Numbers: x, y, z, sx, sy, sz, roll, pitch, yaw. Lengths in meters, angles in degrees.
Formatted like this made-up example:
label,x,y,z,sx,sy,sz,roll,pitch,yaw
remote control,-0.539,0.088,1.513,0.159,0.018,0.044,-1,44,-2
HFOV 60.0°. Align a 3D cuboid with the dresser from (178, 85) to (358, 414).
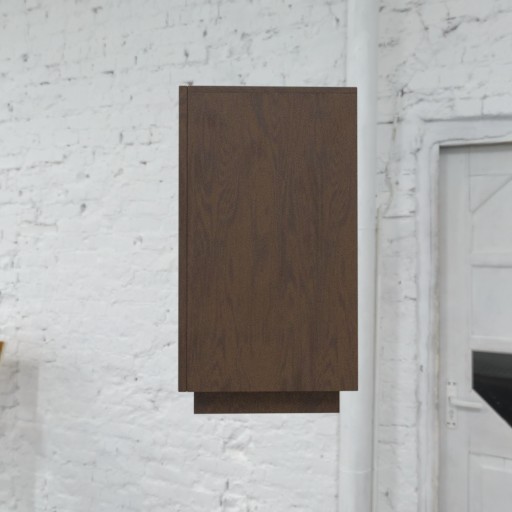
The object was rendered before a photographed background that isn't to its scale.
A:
label,x,y,z,sx,sy,sz,roll,pitch,yaw
dresser,0.000,0.000,1.940,0.512,0.889,1.523,0,-1,-1
